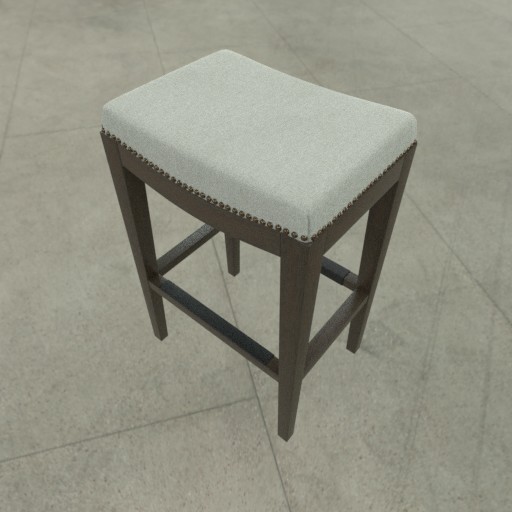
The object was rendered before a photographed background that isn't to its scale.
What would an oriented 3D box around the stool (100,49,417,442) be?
[{"bbox_3d":[0.000,0.000,1.053,0.498,0.759,0.358,31,54,26],"label":"stool"}]
